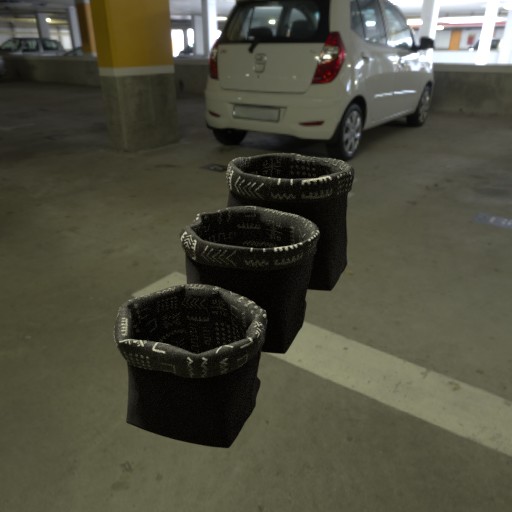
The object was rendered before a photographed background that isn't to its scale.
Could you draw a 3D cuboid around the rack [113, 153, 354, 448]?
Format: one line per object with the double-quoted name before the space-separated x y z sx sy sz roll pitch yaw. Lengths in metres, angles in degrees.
"rack" 0.000 0.000 1.075 0.379 0.323 0.905 8 27 16
